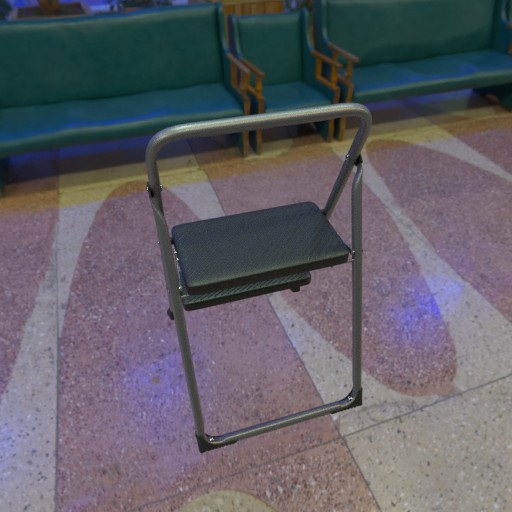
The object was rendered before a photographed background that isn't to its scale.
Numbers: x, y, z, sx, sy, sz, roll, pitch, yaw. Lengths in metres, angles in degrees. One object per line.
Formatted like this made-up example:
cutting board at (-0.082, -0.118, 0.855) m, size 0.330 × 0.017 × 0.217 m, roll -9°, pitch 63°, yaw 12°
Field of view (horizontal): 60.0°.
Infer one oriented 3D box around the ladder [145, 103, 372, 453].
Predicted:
ladder at (0.000, 0.000, 1.000) m, size 0.430 × 0.720 × 0.472 m, roll -11°, pitch 42°, yaw -13°
